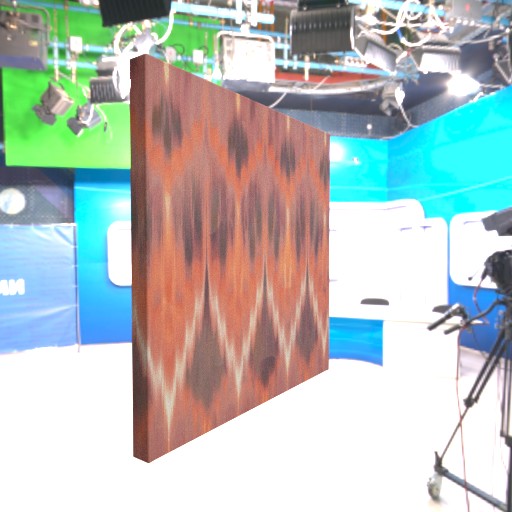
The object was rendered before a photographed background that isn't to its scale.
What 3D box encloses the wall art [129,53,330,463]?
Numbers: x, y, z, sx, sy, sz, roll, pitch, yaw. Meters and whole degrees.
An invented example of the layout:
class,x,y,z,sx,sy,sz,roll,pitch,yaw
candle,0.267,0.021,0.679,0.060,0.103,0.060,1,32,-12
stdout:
class,x,y,z,sx,sy,sz,roll,pitch,yaw
wall art,0.000,0.000,0.909,0.037,0.609,0.603,1,2,36
